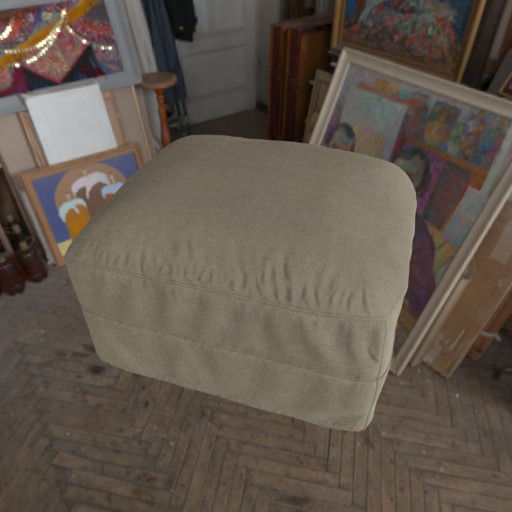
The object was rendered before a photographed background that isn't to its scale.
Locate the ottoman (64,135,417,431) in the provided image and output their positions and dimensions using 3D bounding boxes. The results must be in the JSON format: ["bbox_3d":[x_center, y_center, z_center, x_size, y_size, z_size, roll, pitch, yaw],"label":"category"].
[{"bbox_3d":[0.000,0.000,1.096,0.712,0.480,0.584,12,42,14],"label":"ottoman"}]
